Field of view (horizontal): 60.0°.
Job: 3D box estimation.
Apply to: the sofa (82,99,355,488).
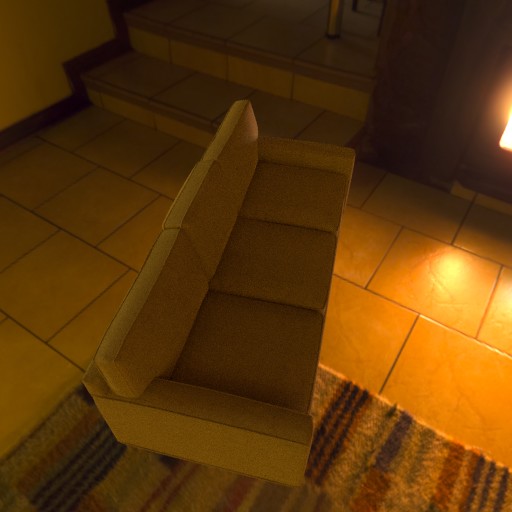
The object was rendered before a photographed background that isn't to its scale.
[{"bbox_3d":[0.000,0.000,2.544,0.936,0.862,2.093,10,48,9],"label":"sofa"}]
